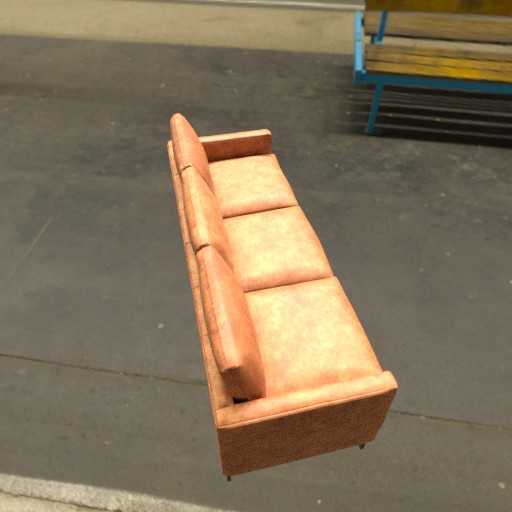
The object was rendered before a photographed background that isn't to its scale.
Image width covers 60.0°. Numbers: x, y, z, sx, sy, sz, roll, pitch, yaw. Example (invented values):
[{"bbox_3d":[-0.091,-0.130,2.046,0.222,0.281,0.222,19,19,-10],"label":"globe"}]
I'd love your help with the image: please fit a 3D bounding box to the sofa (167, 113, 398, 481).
[{"bbox_3d":[0.000,0.000,2.433,0.748,0.863,2.029,-9,46,-9],"label":"sofa"}]
